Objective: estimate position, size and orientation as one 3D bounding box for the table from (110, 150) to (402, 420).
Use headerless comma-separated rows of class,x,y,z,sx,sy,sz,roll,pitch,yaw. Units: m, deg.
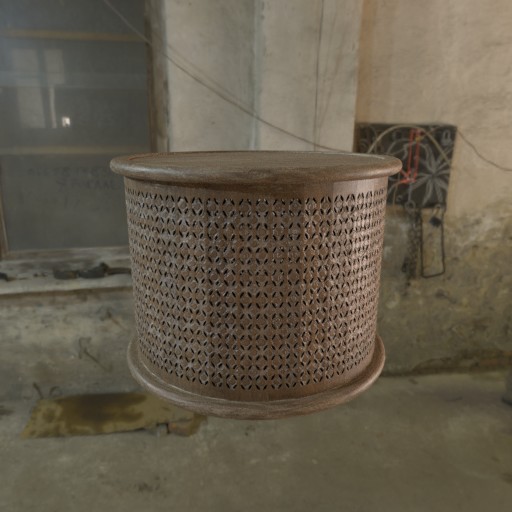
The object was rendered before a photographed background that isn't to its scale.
table,0.000,0.000,1.023,0.607,0.450,0.607,0,16,0
